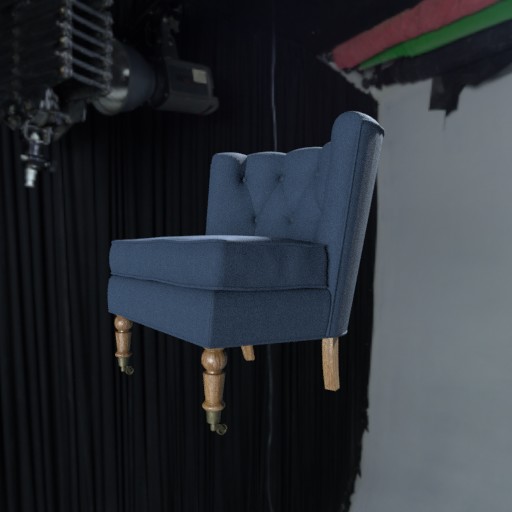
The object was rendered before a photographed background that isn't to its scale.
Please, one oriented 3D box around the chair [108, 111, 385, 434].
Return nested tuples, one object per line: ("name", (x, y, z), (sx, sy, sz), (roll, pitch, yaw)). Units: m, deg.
("chair", (0.000, 0.000, 1.381), (0.718, 0.771, 0.740), (-1, 2, -36))
